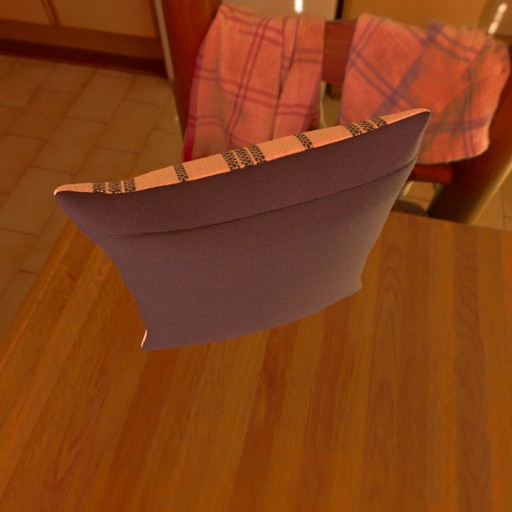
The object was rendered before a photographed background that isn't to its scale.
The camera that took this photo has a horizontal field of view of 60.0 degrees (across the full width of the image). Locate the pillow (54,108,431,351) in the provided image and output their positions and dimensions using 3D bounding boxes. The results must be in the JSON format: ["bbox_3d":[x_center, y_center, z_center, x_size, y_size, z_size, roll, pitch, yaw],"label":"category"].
[{"bbox_3d":[0.000,0.000,0.619,0.405,0.406,0.173,-15,58,-9],"label":"pillow"}]
